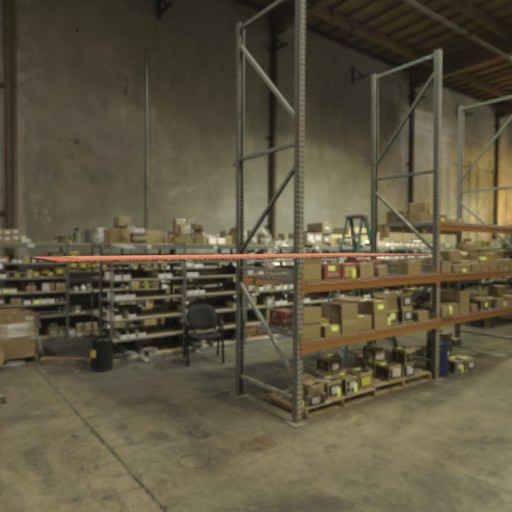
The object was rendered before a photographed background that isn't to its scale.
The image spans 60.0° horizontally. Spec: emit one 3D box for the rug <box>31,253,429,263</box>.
[{"bbox_3d":[0.000,0.000,2.753,2.471,0.013,0.914,-1,2,-37],"label":"rug"}]
